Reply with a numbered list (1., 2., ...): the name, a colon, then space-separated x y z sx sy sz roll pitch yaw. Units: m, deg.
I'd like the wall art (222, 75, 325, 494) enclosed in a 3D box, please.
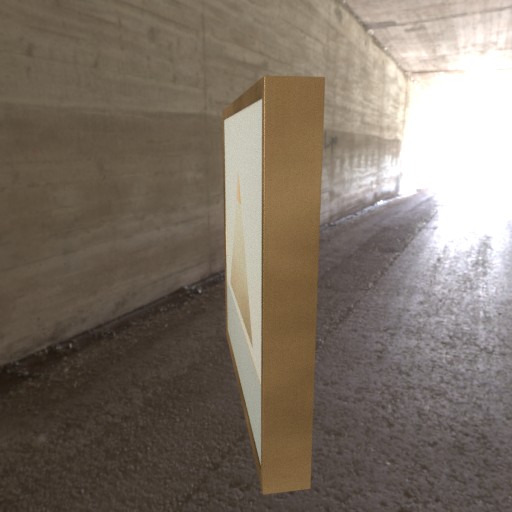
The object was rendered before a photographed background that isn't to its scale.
1. wall art: 0.000 0.000 0.454 0.038 0.303 0.305 -2 14 -9
